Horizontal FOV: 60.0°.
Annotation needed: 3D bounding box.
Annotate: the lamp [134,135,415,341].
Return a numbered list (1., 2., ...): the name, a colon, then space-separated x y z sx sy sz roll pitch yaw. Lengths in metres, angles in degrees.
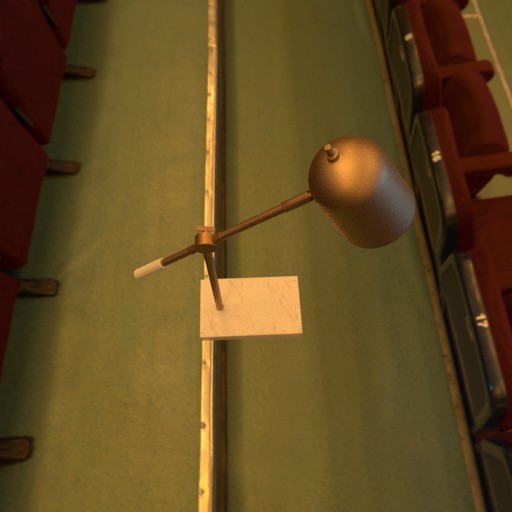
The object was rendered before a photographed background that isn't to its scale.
1. lamp: 0.000 0.000 0.809 0.471 0.603 0.144 -2 64 -1
